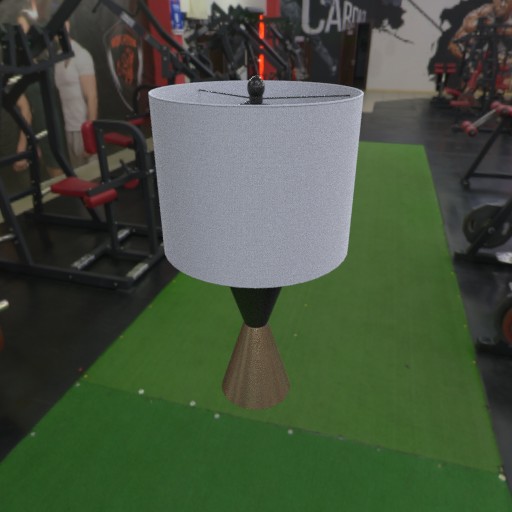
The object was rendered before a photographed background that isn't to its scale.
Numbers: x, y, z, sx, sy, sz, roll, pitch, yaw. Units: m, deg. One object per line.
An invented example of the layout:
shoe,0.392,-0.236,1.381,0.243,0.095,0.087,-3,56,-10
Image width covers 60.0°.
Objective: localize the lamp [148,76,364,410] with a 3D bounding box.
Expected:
lamp,0.000,0.000,0.759,0.304,0.573,0.304,8,28,16
